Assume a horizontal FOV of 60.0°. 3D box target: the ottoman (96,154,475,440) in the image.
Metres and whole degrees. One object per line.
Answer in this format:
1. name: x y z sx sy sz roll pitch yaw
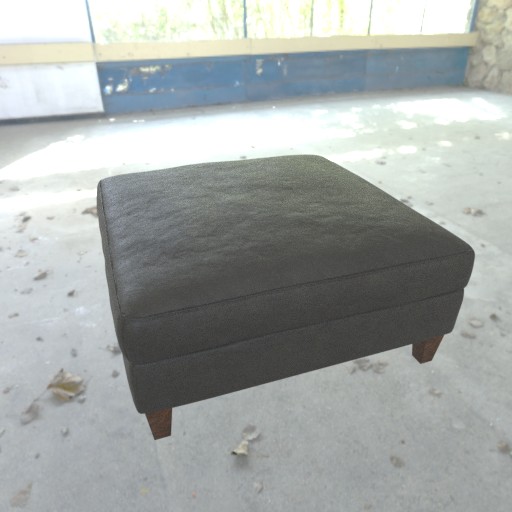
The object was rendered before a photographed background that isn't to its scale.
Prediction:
1. ottoman: 0.000 0.000 1.314 0.844 0.415 0.836 -10 31 -17
